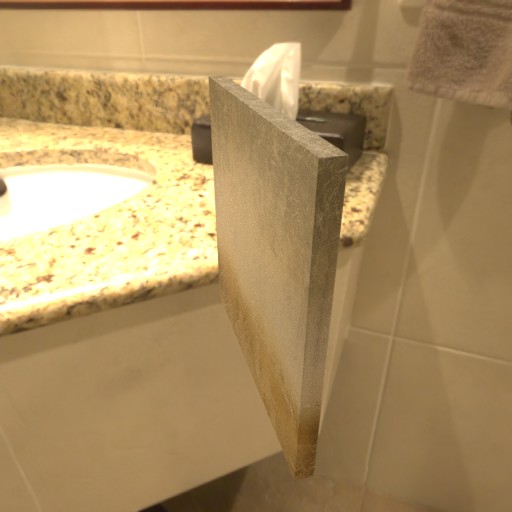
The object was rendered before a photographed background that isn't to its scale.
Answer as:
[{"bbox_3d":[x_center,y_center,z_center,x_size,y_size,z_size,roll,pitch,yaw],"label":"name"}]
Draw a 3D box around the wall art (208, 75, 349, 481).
[{"bbox_3d":[0.000,0.000,0.915,0.038,0.610,0.610,-9,32,-15],"label":"wall art"}]
